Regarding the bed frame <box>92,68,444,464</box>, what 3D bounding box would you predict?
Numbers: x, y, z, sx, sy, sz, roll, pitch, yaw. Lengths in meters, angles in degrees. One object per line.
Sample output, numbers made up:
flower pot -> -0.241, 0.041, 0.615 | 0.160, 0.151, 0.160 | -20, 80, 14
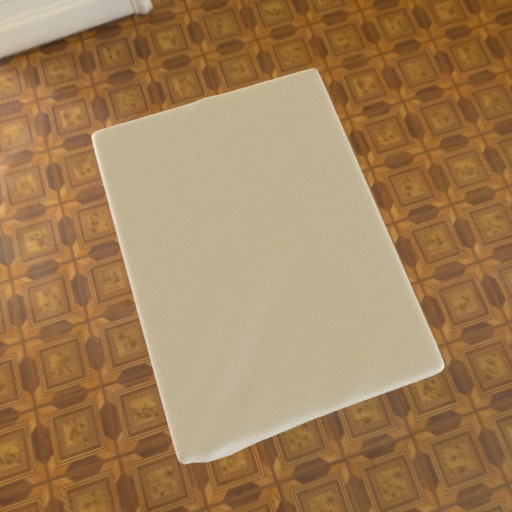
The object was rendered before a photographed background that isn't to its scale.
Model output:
bed frame -> 0.000, 0.000, 2.928 | 1.584, 0.667, 2.151 | -18, 76, -5
